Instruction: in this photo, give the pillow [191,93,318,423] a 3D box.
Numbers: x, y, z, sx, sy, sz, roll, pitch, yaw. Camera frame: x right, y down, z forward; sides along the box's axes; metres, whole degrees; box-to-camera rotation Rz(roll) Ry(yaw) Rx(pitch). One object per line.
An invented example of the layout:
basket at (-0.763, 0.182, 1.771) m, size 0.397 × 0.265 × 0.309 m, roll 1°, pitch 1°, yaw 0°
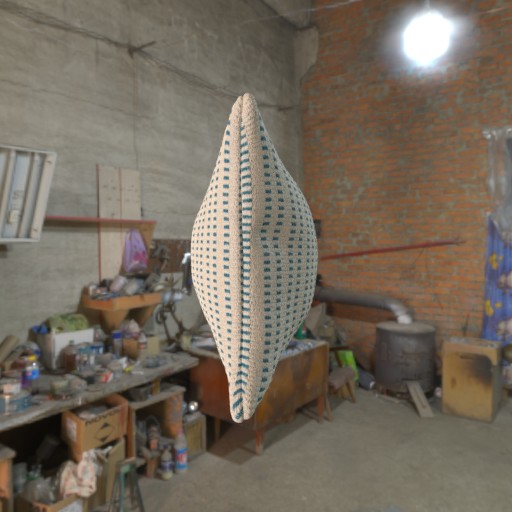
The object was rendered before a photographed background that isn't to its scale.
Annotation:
pillow at (0.000, 0.000, 0.786) m, size 0.210 × 0.353 × 0.640 m, roll 0°, pitch 0°, yaw 1°
